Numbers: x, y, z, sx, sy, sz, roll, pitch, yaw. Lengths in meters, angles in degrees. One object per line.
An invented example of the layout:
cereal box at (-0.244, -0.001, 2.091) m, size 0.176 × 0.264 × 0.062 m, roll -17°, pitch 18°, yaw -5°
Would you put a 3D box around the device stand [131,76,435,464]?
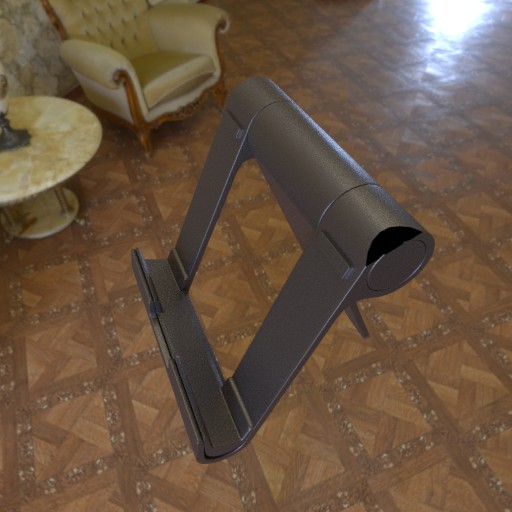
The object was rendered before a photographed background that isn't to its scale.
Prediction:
device stand at (0.000, 0.000, 0.151) m, size 0.079 × 0.084 × 0.088 m, roll -18°, pitch 49°, yaw -16°
